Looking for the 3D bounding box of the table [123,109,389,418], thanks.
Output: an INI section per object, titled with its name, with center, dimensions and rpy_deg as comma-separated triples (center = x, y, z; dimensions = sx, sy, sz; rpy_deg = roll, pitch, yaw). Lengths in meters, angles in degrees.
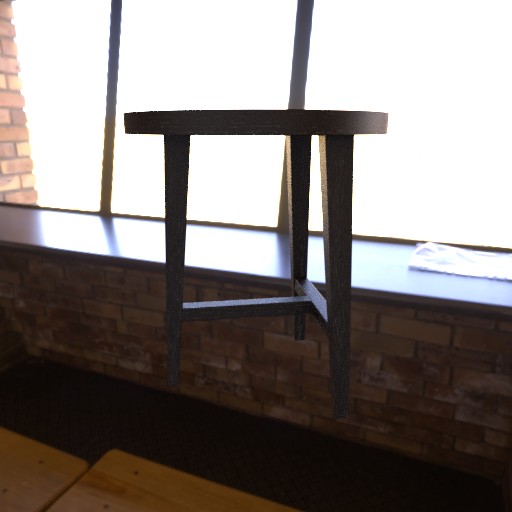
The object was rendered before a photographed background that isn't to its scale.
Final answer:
[table]
center = 0.000, 0.000, 0.754
dimensions = 0.399, 0.460, 0.399
rpy_deg = 0, 16, 0
